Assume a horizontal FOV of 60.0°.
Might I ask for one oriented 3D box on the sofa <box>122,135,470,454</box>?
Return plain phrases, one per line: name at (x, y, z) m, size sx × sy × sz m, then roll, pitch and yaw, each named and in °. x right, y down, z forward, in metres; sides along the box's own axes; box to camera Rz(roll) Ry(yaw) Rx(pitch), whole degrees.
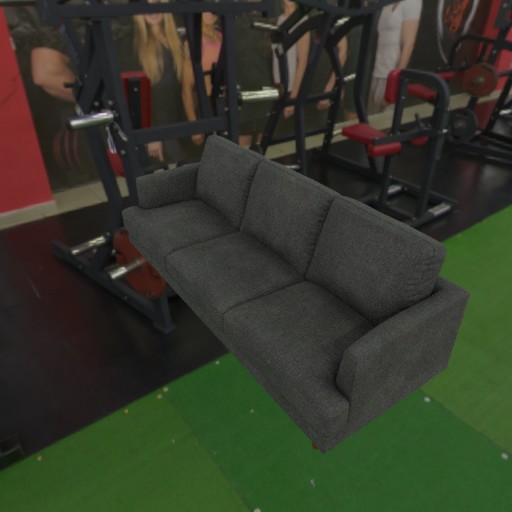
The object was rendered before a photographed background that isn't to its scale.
sofa at (0.000, 0.000, 2.710) m, size 0.903 × 0.930 × 2.246 m, roll -21°, pitch 38°, yaw -29°
